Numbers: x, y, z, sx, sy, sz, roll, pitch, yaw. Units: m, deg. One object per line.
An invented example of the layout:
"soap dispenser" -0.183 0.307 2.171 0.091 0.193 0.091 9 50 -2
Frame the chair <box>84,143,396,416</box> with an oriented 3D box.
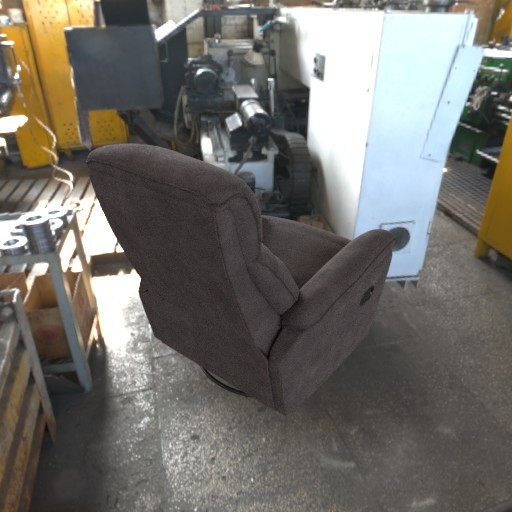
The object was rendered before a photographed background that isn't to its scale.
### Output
"chair" 0.000 0.000 1.759 0.830 1.035 1.009 21 36 32
